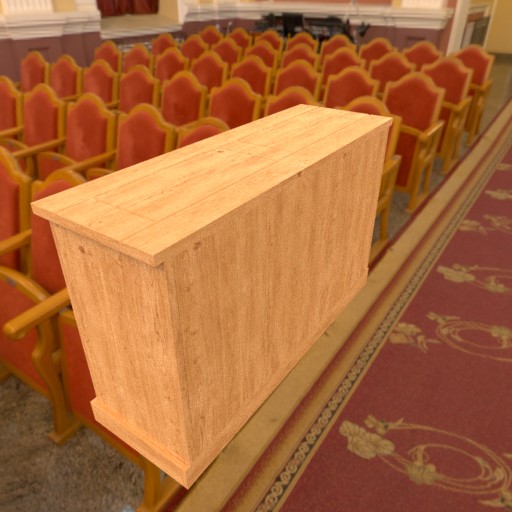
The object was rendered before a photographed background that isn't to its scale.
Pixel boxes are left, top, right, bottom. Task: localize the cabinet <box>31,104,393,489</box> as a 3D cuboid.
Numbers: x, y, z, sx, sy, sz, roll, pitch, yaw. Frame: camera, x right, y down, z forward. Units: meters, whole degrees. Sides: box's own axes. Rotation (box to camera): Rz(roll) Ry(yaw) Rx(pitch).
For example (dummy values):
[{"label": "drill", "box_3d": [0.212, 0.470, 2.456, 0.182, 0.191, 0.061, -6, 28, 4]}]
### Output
[{"label": "cabinet", "box_3d": [0.000, 0.000, 1.659, 0.432, 0.810, 1.321, 20, 37, 30]}]
